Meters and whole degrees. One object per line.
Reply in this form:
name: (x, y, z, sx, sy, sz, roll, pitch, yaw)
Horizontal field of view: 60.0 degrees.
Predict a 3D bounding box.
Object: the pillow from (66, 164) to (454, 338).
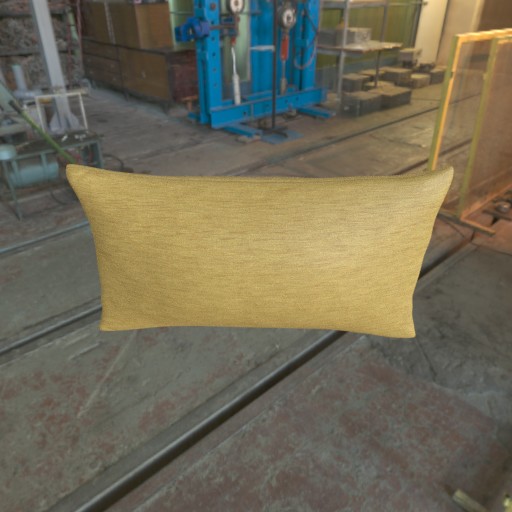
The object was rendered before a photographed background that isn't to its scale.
pillow: (0.000, 0.000, 0.810, 0.634, 0.354, 0.210, 1, 32, 2)
